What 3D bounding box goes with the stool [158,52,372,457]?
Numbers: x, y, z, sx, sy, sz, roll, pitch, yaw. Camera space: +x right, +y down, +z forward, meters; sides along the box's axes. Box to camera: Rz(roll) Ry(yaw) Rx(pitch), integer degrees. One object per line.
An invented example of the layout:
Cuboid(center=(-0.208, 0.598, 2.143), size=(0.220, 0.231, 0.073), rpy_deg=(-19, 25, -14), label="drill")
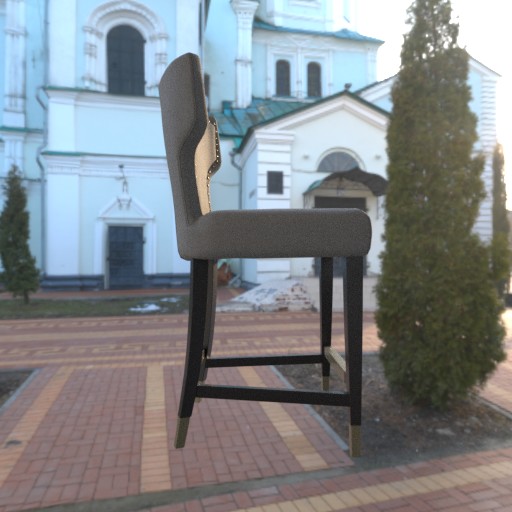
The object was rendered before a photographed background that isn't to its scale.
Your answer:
Cuboid(center=(0.000, 0.000, 1.317), size=(0.563, 0.982, 0.527), rpy_deg=(0, 0, 0), label="stool")
